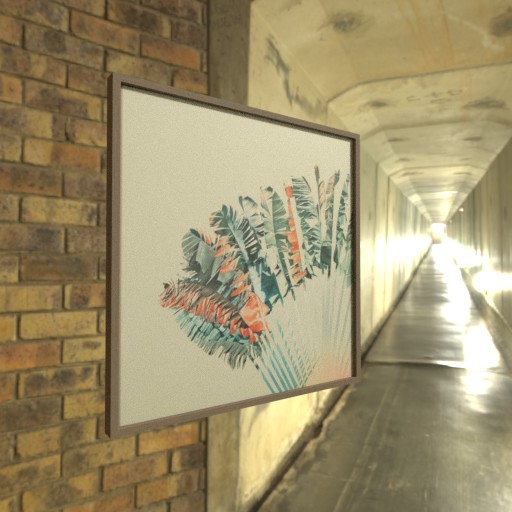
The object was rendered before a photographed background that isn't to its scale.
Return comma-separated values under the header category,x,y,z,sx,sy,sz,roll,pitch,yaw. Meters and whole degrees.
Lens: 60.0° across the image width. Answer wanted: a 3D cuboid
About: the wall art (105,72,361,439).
category,x,y,z,sx,sy,sz,roll,pitch,yaw
wall art,0.000,0.000,1.153,0.761,0.758,0.038,1,-1,-36
